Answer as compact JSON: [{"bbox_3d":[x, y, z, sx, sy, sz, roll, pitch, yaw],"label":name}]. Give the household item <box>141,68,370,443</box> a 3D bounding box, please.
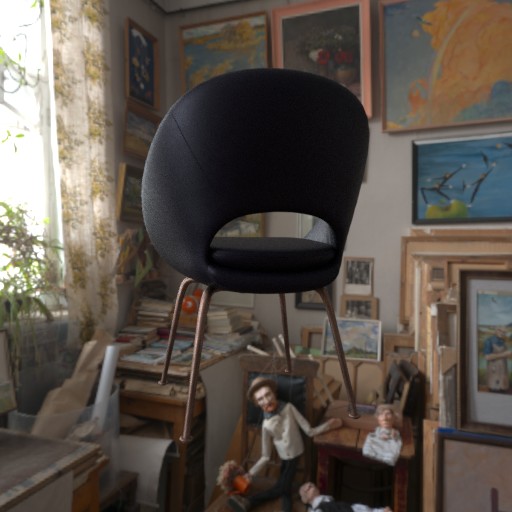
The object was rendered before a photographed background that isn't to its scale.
[{"bbox_3d":[0.000,0.000,1.260,0.623,0.852,0.573,0,1,-18],"label":"household item"}]
